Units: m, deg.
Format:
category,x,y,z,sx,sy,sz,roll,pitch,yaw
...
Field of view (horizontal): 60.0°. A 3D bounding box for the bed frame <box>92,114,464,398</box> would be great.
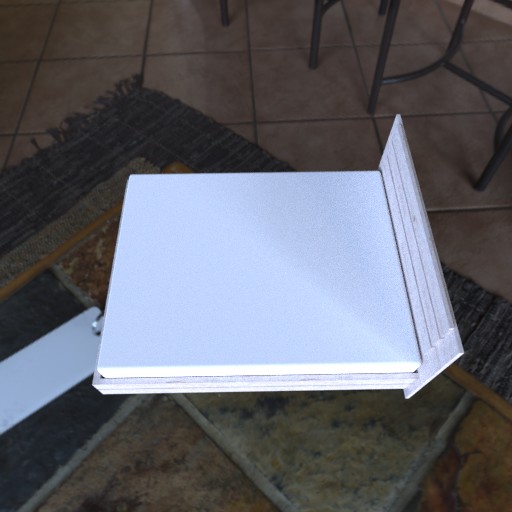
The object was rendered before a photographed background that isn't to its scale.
category,x,y,z,sx,sy,sz,roll,pitch,yaw
bed frame,0.000,0.000,3.089,2.080,0.970,1.750,-1,59,-1
